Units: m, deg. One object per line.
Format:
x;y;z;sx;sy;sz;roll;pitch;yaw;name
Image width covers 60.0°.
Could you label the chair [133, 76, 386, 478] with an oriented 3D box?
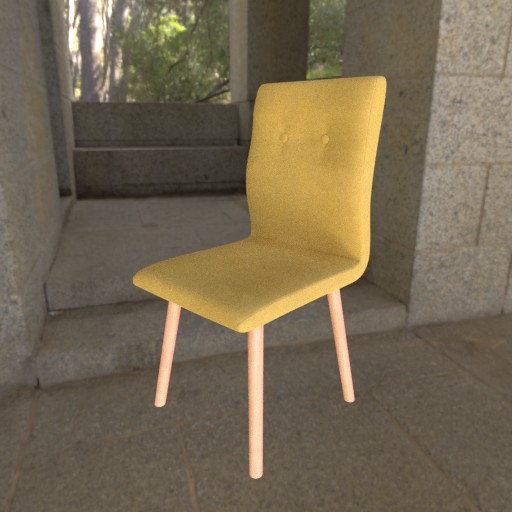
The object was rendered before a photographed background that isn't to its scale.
0.000;0.000;1.266;0.450;0.965;0.550;16;23;41;chair
